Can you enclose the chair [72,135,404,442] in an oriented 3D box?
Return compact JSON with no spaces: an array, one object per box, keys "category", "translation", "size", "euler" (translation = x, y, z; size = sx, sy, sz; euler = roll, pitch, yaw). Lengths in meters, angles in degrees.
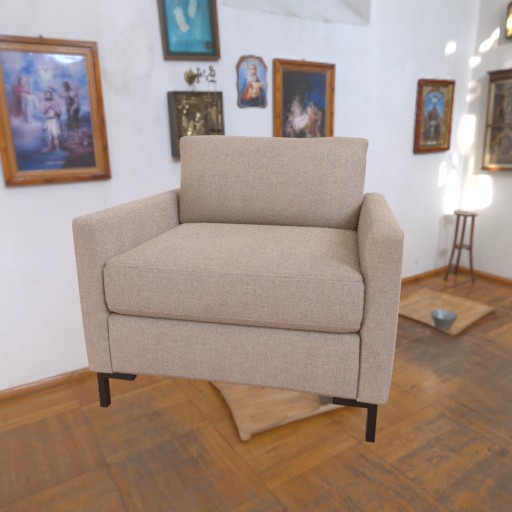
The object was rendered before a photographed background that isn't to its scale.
[{"category":"chair","translation":[0.000,0.000,1.633],"size":[0.963,0.861,0.866],"euler":[3,15,11]}]
